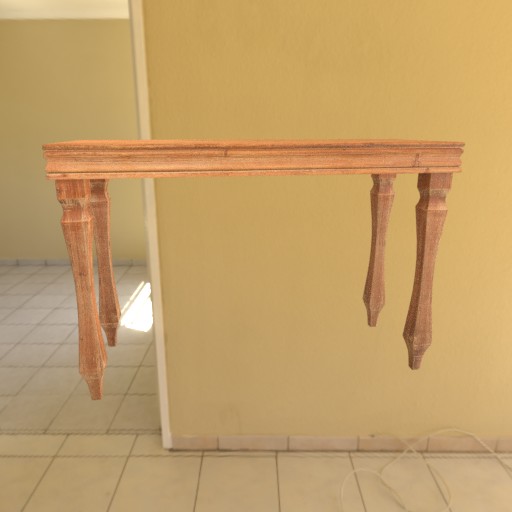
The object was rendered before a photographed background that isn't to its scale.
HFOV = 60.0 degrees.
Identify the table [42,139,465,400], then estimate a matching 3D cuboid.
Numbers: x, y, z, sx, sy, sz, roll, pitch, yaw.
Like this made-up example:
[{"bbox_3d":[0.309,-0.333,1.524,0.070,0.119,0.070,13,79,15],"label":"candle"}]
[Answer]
[{"bbox_3d":[0.000,0.000,1.738,1.330,0.873,0.522,-3,16,-9],"label":"table"}]
